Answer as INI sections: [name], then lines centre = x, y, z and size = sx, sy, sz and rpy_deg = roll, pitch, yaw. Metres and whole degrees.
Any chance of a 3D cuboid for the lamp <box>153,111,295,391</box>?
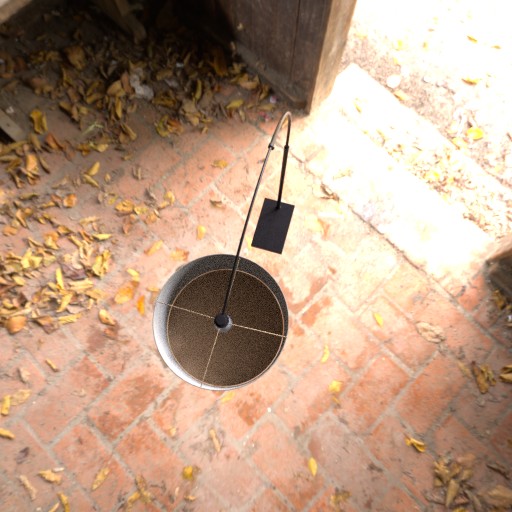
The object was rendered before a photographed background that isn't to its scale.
[lamp]
centre = 0.000, 0.000, 2.525
size = 0.493, 1.927, 1.424
rpy_deg = 15, 76, 4
